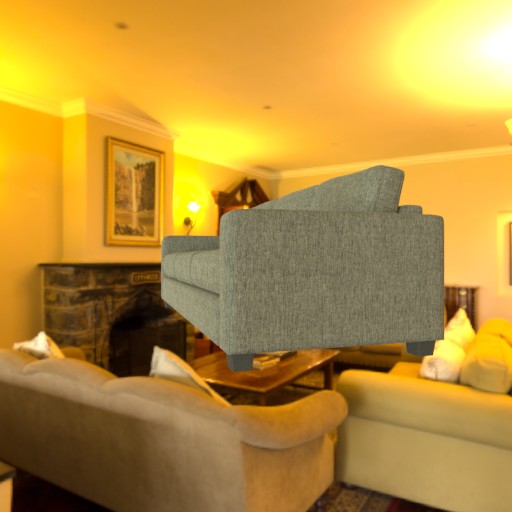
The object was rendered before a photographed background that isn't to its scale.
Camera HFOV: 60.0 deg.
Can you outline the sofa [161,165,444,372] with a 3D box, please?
[{"bbox_3d":[0.000,0.000,2.635,0.900,0.800,2.160,0,0,-18],"label":"sofa"}]
